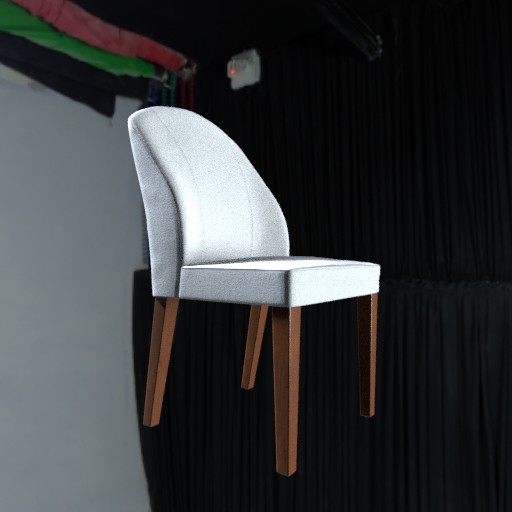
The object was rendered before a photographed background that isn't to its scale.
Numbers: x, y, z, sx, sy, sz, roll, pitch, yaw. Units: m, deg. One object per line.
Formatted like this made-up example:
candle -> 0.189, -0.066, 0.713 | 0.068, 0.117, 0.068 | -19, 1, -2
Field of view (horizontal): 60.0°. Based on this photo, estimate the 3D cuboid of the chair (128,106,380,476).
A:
chair -> 0.000, 0.000, 1.210 | 0.540, 0.893, 0.472 | 0, 0, 37
